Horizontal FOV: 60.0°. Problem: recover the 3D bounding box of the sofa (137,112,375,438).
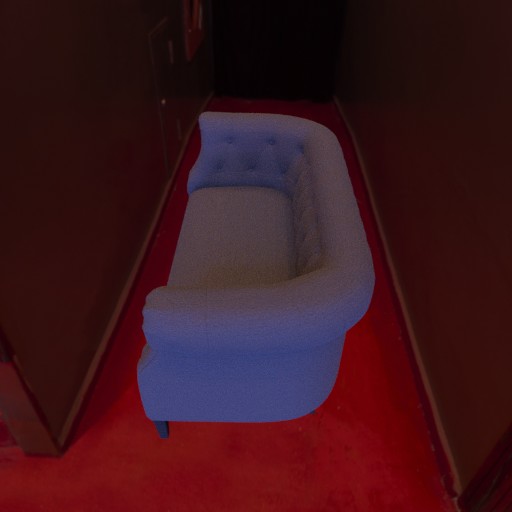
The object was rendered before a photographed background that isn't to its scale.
[{"bbox_3d":[0.000,0.000,2.083,0.835,0.827,1.558,1,40,1],"label":"sofa"}]
